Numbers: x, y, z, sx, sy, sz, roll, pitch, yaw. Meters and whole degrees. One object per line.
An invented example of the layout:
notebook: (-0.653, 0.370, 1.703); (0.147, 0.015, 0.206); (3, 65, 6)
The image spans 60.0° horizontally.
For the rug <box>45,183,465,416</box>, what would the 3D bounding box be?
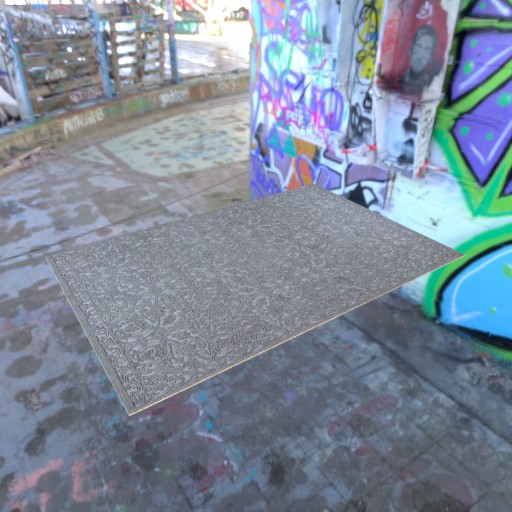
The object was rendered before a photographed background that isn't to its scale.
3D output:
rug: (0.000, 0.000, 2.318); (1.827, 0.006, 1.221); (-19, 36, -29)
